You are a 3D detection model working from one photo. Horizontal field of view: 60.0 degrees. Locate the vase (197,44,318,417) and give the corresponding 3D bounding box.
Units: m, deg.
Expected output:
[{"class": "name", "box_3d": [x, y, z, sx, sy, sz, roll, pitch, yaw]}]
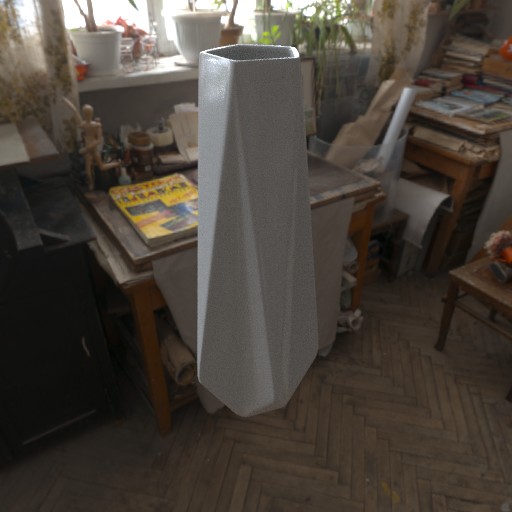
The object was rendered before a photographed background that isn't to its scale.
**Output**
[{"class": "vase", "box_3d": [0.000, 0.000, 0.387, 0.122, 0.329, 0.116, 10, 35, 15]}]
